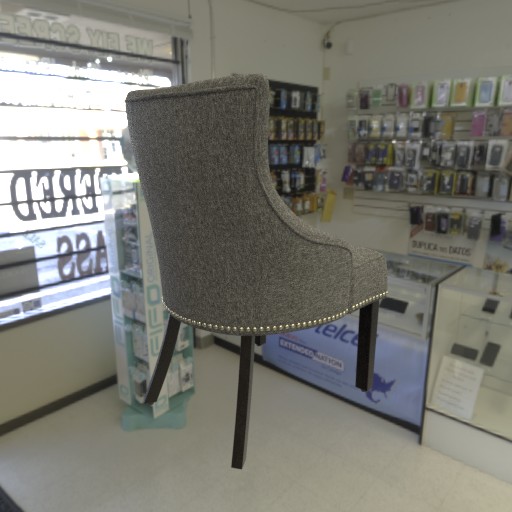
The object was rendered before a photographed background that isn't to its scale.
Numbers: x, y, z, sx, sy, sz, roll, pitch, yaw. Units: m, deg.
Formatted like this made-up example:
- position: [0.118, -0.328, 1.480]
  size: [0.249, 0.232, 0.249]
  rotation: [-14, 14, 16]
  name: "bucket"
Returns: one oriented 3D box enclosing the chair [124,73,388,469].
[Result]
- position: [0.000, 0.000, 1.300]
  size: [0.566, 0.909, 0.629]
  rotation: [14, 20, 42]
  name: "chair"
